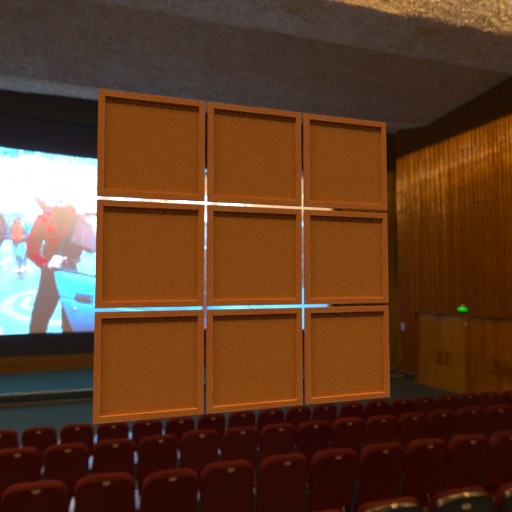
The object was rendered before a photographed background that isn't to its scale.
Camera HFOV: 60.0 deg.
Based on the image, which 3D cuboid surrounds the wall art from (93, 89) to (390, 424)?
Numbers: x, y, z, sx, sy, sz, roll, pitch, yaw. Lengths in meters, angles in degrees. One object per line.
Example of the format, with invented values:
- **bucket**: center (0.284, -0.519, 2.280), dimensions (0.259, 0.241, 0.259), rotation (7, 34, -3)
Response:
- **wall art**: center (0.000, 0.000, 1.339), dimensions (0.911, 0.910, 0.012), rotation (1, -3, -17)
